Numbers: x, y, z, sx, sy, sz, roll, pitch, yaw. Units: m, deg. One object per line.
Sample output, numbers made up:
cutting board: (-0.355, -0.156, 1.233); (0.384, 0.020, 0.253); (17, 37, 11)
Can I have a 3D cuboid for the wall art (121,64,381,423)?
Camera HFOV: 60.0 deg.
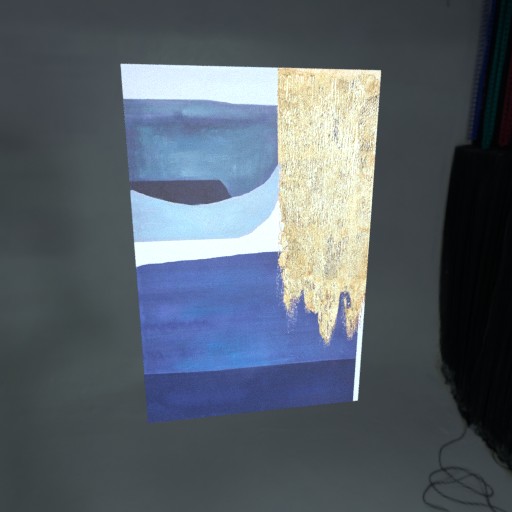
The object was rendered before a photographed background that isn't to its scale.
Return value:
wall art: (0.000, 0.000, 1.159); (0.607, 0.911, 0.039); (-3, 16, -10)
